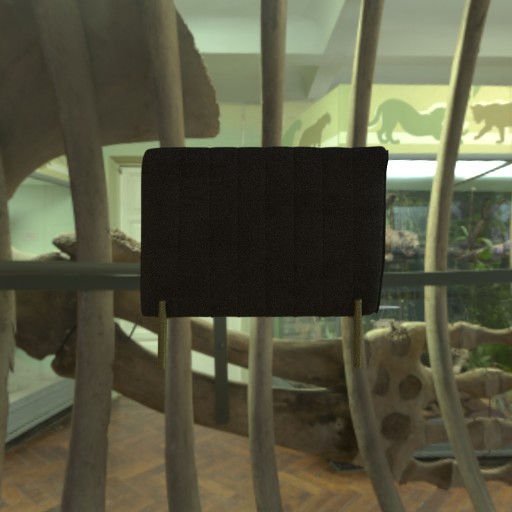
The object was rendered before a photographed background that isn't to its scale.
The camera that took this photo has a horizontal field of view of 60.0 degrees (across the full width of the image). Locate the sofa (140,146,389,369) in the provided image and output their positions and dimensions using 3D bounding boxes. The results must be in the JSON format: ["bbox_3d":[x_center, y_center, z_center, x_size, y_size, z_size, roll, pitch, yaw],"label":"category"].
[{"bbox_3d":[0.000,0.000,2.486,0.876,0.780,1.980,0,0,-2],"label":"sofa"}]
